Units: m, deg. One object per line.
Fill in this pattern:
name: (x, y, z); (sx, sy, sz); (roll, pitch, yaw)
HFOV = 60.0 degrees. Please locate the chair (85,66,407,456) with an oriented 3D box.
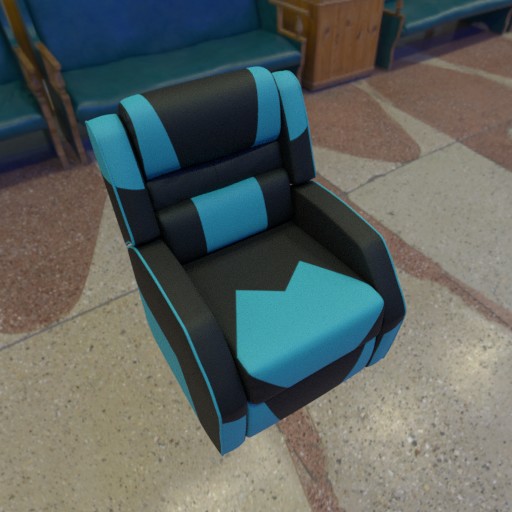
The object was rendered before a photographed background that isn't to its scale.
chair: (0.000, 0.000, 1.274); (0.620, 0.805, 0.672); (-23, 49, -22)
